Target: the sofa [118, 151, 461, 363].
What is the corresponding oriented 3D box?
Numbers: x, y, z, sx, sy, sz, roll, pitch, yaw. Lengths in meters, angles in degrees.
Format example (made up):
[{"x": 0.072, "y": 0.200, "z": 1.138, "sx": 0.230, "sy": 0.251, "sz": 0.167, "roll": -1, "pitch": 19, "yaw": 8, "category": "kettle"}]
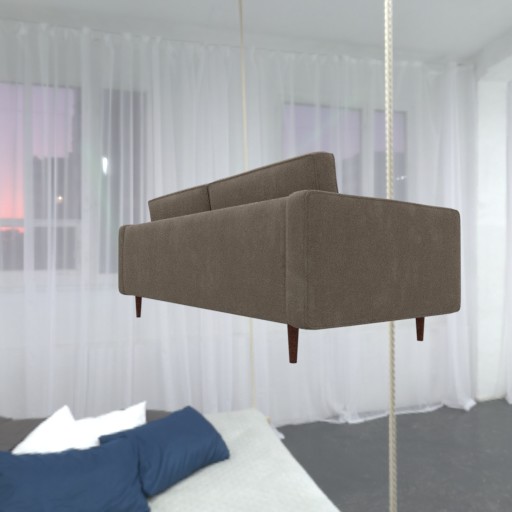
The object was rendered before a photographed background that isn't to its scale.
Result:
[{"x": 0.000, "y": 0.000, "z": 2.404, "sx": 0.920, "sy": 0.769, "sz": 1.883, "roll": 0, "pitch": -1, "yaw": -35, "category": "sofa"}]
